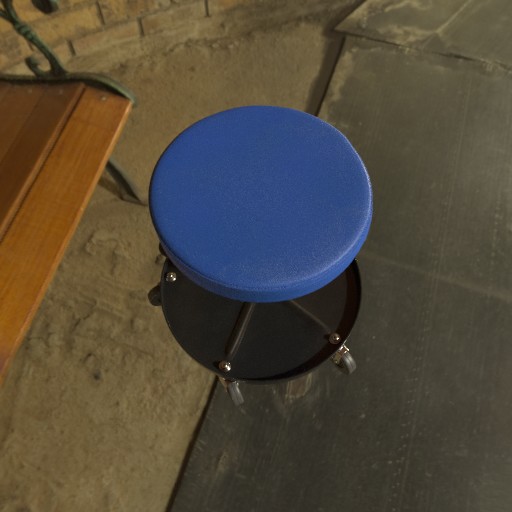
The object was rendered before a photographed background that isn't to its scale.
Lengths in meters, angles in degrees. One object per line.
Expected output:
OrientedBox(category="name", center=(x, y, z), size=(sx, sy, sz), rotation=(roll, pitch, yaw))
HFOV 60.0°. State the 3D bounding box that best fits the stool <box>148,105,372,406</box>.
OrientedBox(category="stool", center=(0.000, 0.000, 0.689), size=(0.382, 0.365, 0.381), rotation=(-17, 63, -9))
